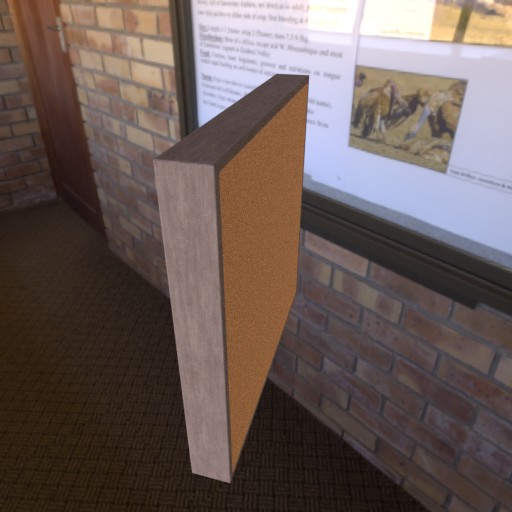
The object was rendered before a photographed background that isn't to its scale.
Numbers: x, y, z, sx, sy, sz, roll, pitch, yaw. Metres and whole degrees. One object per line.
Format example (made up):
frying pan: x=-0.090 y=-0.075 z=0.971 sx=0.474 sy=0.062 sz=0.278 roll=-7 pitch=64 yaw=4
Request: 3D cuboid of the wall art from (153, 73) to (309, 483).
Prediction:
wall art: x=0.000 y=0.000 z=0.454 sx=0.038 sy=0.302 sz=0.303 roll=8 pitch=32 yaw=14
